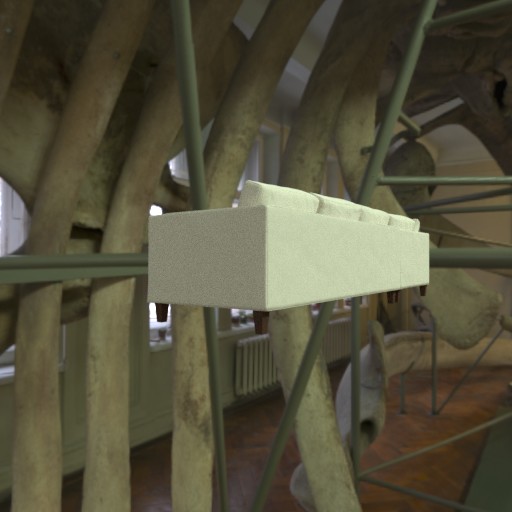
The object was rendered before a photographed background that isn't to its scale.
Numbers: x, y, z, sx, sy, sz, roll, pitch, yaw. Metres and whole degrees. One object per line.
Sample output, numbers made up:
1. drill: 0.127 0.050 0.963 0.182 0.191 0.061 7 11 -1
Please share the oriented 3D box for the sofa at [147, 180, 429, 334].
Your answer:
1. sofa: 0.000 0.000 4.279 2.432 0.863 3.182 0 -1 36
